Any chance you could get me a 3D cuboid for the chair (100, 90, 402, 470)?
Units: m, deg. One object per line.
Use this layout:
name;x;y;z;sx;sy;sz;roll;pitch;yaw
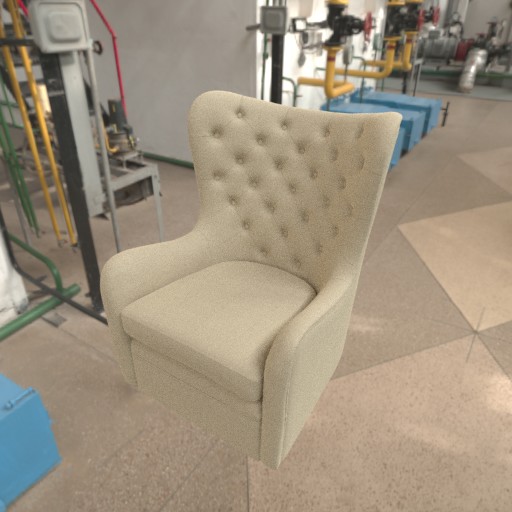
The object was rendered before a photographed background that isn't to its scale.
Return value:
chair;0.000;0.000;1.727;0.831;1.079;0.929;18;35;28
